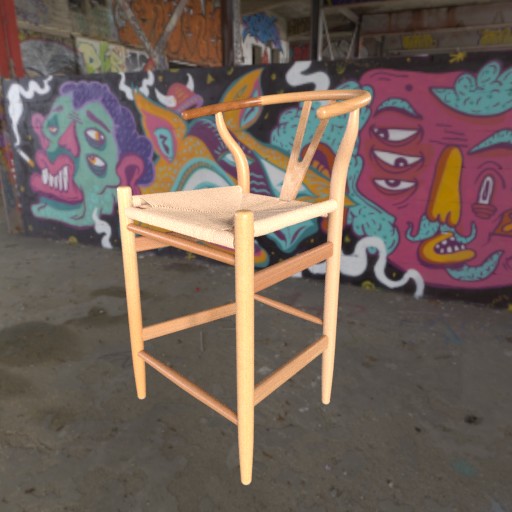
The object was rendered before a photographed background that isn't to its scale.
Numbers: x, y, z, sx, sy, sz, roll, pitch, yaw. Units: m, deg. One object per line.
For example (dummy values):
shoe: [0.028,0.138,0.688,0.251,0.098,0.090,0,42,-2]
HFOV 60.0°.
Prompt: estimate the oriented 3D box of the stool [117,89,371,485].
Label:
stool: [0.000,0.000,1.281,0.575,0.923,0.536,-16,23,-42]
